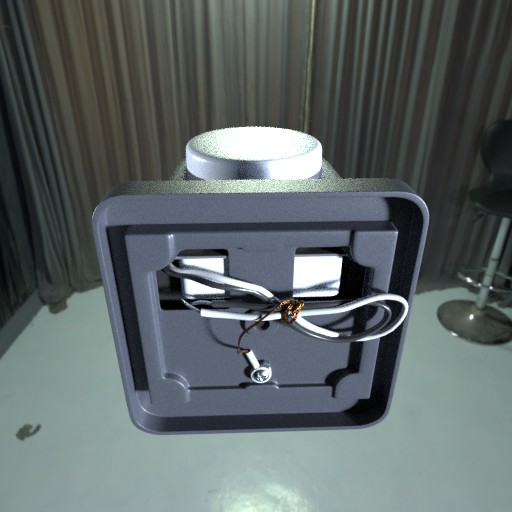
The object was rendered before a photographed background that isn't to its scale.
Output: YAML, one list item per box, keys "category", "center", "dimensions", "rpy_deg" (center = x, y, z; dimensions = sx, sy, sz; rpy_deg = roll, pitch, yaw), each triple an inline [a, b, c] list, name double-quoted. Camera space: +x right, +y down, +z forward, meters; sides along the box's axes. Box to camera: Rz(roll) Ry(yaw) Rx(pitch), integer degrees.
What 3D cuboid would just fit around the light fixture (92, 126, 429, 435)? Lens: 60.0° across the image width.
- category: "light fixture"
  center: [0.000, 0.000, 0.214]
  dimensions: [0.109, 0.109, 0.132]
  rpy_deg: [-1, 29, -2]
